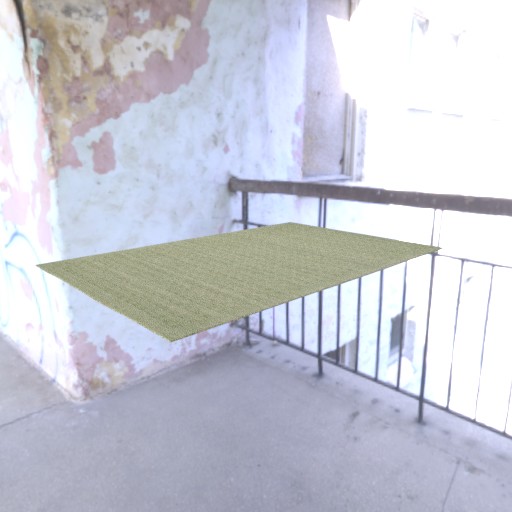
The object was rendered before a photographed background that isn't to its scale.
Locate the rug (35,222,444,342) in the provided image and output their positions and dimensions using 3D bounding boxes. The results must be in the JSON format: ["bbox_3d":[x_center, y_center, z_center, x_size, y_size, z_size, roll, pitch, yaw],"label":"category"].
[{"bbox_3d":[0.000,0.000,2.240,1.747,0.006,1.143,-13,19,-42],"label":"rug"}]
